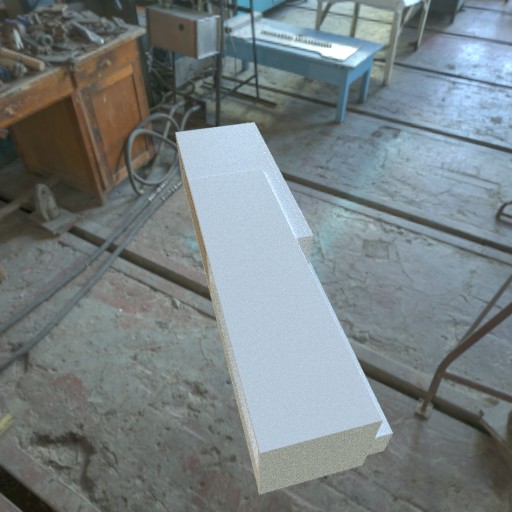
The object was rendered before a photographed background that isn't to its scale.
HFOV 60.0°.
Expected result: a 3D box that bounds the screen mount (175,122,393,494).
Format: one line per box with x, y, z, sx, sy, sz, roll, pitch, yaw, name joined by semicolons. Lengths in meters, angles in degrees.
0.000;0.000;1.846;0.420;0.320;1.680;-10;46;-10;screen mount
